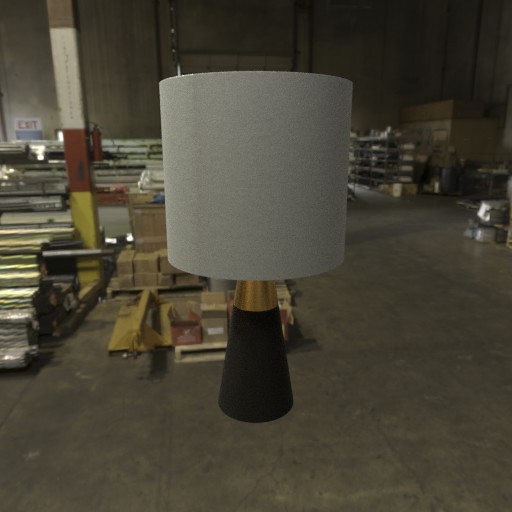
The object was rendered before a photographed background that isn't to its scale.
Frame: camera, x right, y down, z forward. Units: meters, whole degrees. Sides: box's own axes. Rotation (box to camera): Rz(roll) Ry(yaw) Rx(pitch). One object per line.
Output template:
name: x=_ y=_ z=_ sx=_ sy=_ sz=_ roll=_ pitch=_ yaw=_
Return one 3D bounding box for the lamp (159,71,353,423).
lamp: x=0.000 y=0.000 z=0.789 sx=0.308 sy=0.580 sz=0.308 roll=-2 pitch=14 yaw=-8
